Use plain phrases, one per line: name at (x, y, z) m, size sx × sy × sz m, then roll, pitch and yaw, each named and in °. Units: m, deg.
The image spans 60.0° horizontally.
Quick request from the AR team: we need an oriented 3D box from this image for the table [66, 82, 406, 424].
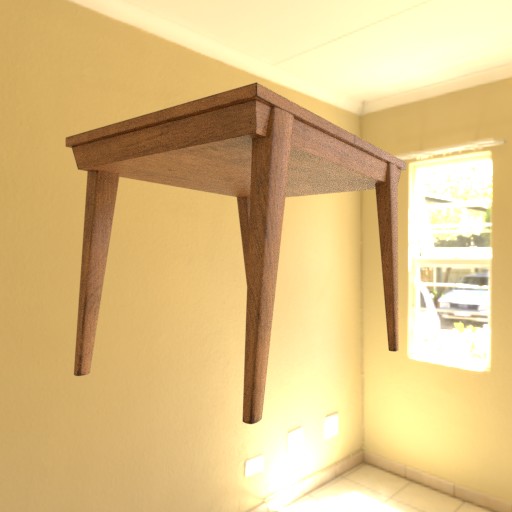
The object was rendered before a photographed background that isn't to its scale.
table at (0.000, 0.000, 1.607) m, size 0.757 × 0.760 × 1.027 m, roll 0°, pitch 0°, yaw 36°
